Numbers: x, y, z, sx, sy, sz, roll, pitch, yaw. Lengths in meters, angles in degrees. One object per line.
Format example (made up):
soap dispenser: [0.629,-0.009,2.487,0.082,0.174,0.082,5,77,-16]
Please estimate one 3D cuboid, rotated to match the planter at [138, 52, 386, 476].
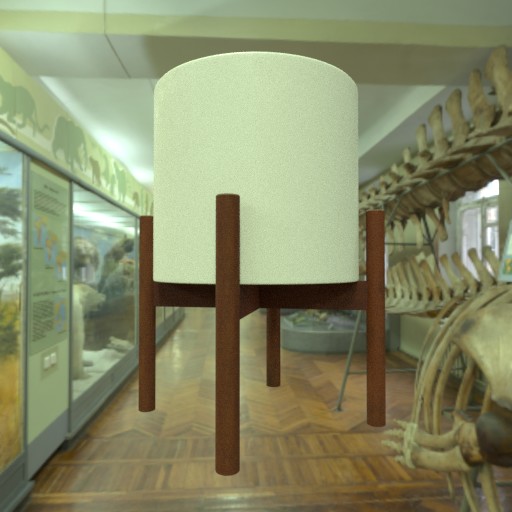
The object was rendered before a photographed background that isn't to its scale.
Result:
planter: [0.000,0.000,0.496,0.224,0.358,0.224,1,-1,-34]
